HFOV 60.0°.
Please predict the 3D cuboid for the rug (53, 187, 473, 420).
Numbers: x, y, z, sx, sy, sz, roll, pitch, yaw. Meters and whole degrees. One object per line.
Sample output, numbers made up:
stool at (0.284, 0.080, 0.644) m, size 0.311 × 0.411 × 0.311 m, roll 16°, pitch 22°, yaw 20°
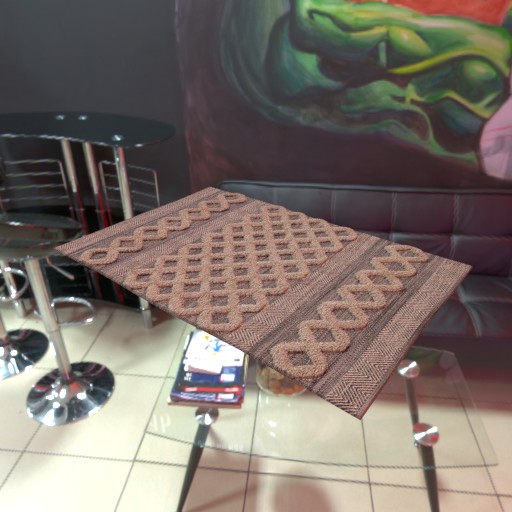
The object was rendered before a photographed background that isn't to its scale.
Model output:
rug at (0.000, 0.000, 2.305) m, size 1.823 × 0.030 × 1.222 m, roll 21°, pitch 36°, yaw 33°
